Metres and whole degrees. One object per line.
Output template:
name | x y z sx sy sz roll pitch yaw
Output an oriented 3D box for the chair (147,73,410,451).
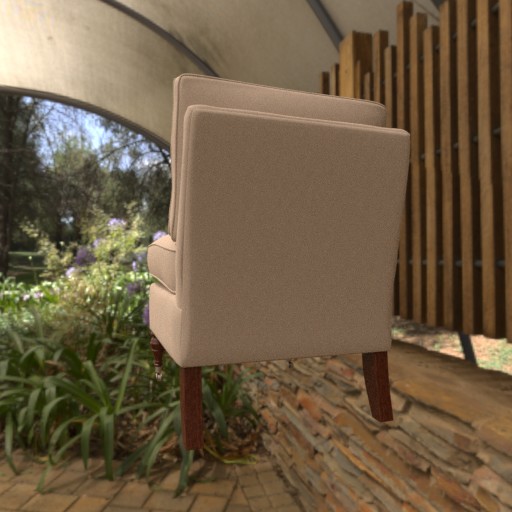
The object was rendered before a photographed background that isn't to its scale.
chair | 0.000 0.000 1.648 0.724 1.052 0.912 0 -1 -20
